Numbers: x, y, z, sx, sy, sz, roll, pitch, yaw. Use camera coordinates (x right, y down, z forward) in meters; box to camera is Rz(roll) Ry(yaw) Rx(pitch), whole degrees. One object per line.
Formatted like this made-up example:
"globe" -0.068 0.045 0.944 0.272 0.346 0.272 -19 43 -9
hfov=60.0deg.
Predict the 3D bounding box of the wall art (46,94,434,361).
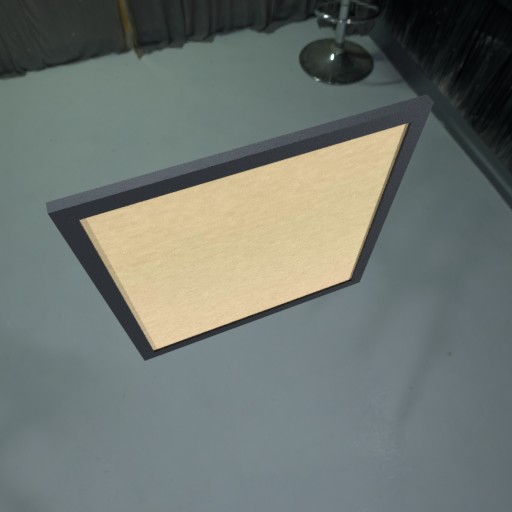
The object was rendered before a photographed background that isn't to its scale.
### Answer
"wall art" 0.000 0.000 0.538 0.358 0.357 0.012 -19 60 -11
